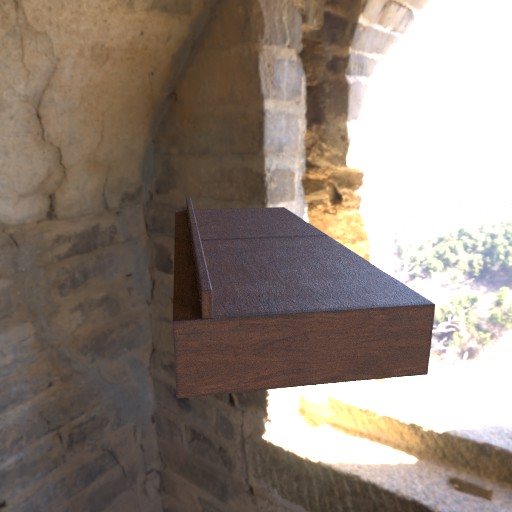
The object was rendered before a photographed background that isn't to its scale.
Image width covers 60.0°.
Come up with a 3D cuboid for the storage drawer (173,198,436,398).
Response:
[{"bbox_3d":[0.000,0.000,2.162,0.774,0.339,1.914,-3,15,-9],"label":"storage drawer"}]
